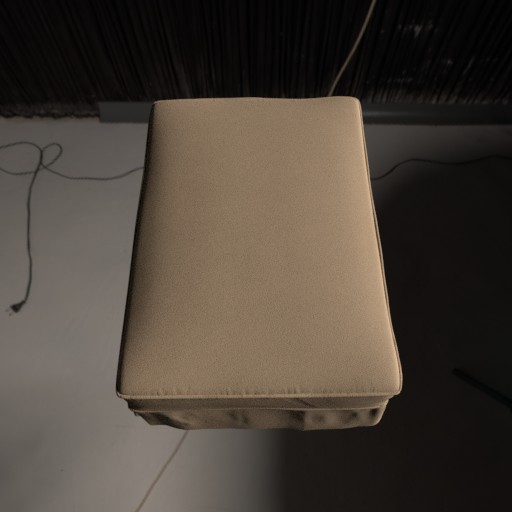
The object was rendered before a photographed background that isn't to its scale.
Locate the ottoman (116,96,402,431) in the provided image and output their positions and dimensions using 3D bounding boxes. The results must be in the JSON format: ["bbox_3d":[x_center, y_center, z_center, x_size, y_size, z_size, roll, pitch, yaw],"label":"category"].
[{"bbox_3d":[0.000,0.000,1.341,0.721,0.482,0.959,-1,63,0],"label":"ottoman"}]
